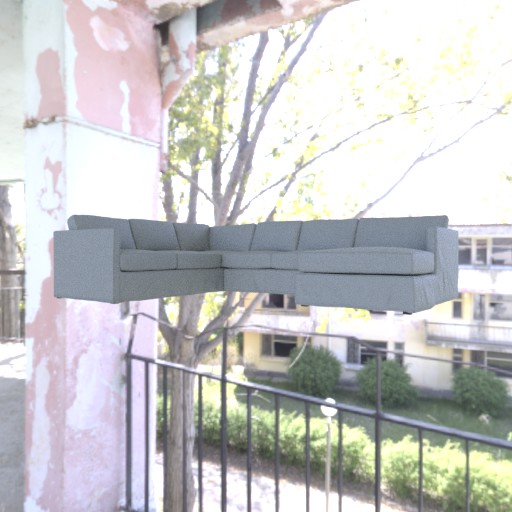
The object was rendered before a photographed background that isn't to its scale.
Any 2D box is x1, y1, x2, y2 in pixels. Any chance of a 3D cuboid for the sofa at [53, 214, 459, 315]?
[{"bbox_3d":[0.000,0.000,4.561,3.460,0.882,2.427,0,0,36],"label":"sofa"}]
